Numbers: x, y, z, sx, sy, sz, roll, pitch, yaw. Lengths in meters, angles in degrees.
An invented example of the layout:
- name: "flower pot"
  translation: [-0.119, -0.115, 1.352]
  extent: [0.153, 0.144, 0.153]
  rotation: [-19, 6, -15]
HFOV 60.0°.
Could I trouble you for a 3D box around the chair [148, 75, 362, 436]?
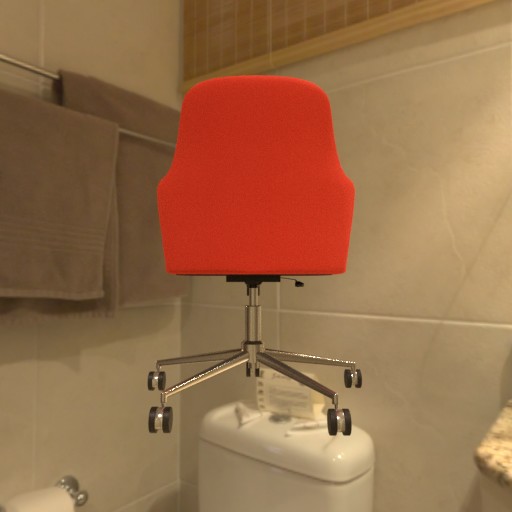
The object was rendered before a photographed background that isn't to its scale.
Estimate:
- name: "chair"
  translation: [0.000, 0.000, 1.279]
  extent: [0.655, 0.820, 0.600]
  rotation: [0, -2, 0]
